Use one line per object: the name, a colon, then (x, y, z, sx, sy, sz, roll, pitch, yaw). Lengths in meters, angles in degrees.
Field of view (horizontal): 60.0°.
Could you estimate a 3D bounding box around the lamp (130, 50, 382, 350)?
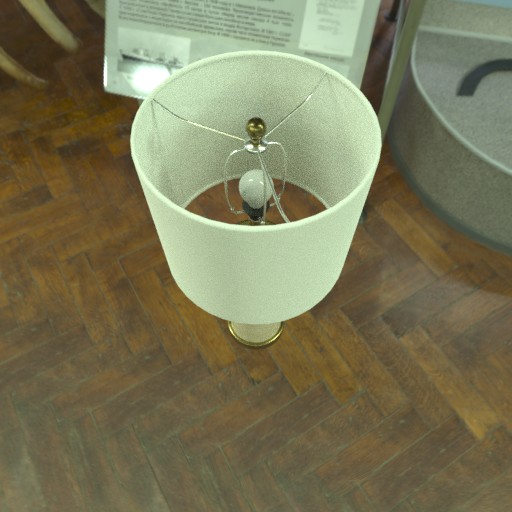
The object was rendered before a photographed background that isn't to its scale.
lamp: (0.000, 0.000, 0.804, 0.305, 0.634, 0.305, -14, 60, -8)
